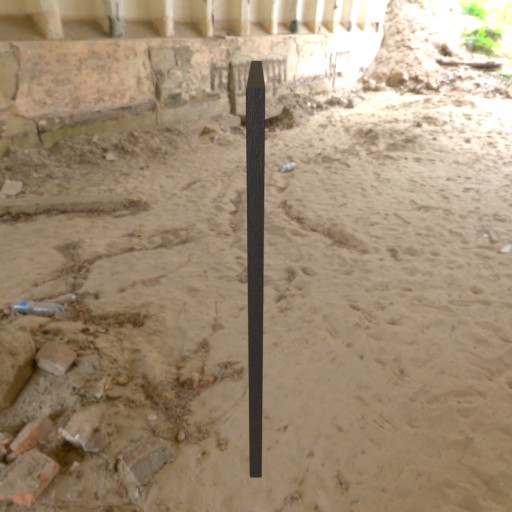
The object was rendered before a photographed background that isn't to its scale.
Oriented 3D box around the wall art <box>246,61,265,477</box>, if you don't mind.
[{"bbox_3d":[0.000,0.000,0.662,0.017,0.513,0.359,0,27,0],"label":"wall art"}]
